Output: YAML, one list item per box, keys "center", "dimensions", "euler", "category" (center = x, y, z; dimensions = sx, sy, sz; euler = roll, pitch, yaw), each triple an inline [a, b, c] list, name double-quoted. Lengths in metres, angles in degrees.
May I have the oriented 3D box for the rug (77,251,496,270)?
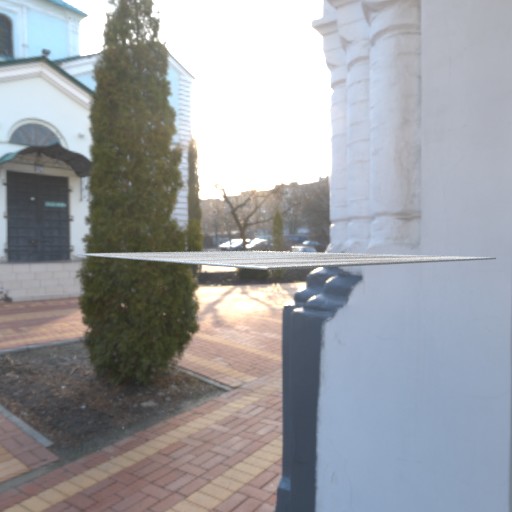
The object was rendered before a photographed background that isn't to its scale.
- center: [0.000, 0.000, 2.701]
  dimensions: [1.533, 0.010, 2.142]
  euler: [-1, 2, -37]
  category: "rug"
